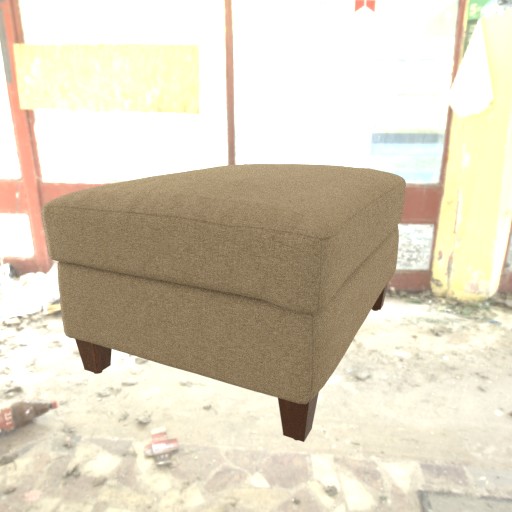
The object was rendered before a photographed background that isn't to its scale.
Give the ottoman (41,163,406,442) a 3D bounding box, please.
[{"bbox_3d":[0.000,0.000,1.282,0.692,0.511,0.889,8,19,25],"label":"ottoman"}]
